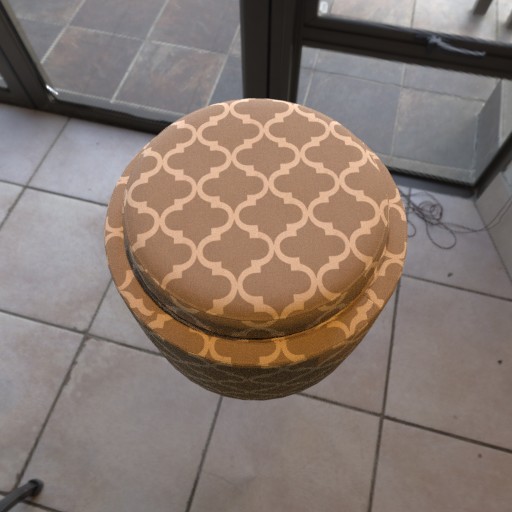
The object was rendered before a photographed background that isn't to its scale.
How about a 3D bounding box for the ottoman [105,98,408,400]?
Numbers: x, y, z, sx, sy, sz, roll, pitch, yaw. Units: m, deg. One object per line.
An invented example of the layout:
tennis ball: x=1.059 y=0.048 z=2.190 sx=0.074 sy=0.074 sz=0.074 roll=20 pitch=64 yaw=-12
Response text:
ottoman: x=0.000 y=0.000 z=0.822 sx=0.480 sy=0.429 sz=0.480 roll=0 pitch=64 yaw=0
